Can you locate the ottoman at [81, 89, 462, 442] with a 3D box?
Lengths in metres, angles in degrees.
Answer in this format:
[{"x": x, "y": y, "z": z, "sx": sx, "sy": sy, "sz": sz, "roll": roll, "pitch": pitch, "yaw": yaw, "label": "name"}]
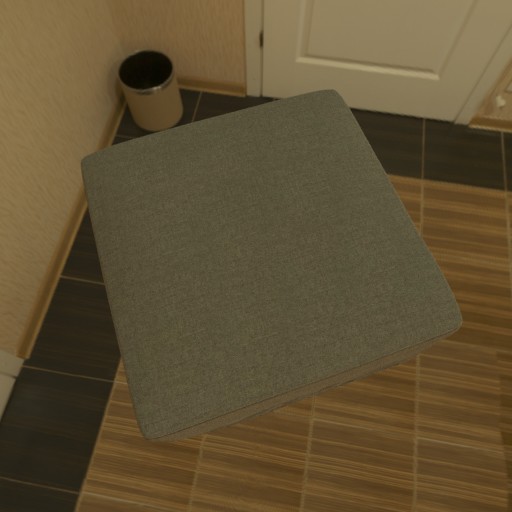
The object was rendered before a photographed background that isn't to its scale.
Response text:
[{"x": 0.000, "y": 0.000, "z": 1.339, "sx": 0.840, "sy": 0.436, "sz": 0.843, "roll": -17, "pitch": 67, "yaw": -8, "label": "ottoman"}]
